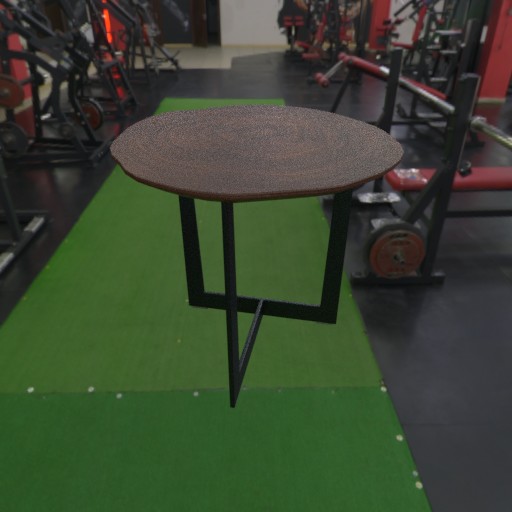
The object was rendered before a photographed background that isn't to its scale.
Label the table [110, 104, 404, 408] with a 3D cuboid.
[{"bbox_3d":[0.000,0.000,0.882,0.477,0.476,0.494,1,31,1],"label":"table"}]
